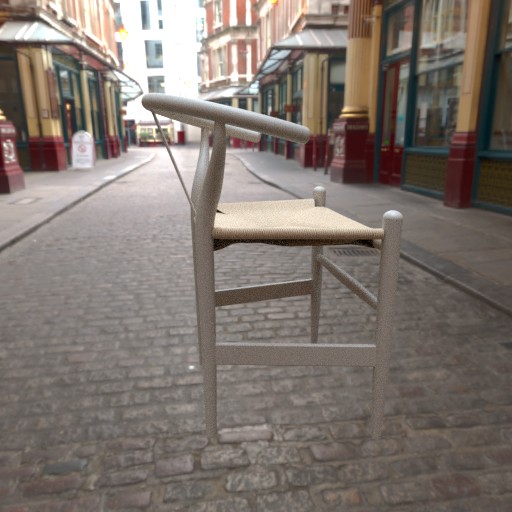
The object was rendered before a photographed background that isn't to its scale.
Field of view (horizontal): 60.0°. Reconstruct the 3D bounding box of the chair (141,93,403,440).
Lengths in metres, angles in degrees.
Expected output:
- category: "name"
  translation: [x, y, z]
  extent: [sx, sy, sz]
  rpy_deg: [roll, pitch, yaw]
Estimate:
- category: "chair"
  translation: [0.000, 0.000, 1.085]
  extent: [0.500, 0.736, 0.533]
  rpy_deg: [-2, 15, -9]
